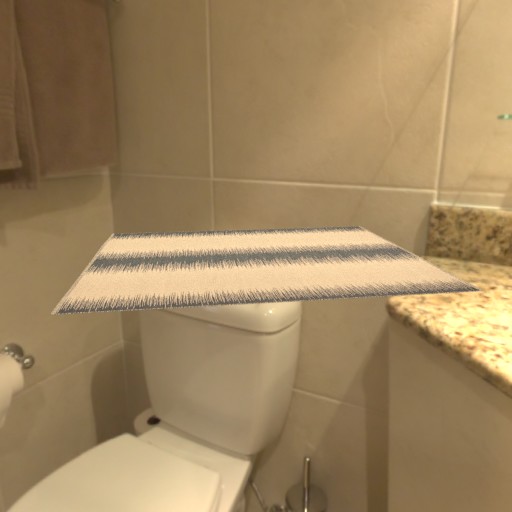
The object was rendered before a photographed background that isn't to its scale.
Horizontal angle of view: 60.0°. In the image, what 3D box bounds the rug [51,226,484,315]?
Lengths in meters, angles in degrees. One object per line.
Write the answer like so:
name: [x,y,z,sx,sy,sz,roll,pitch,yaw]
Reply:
rug: [0.000,0.000,4.207,3.037,0.004,2.453,-2,15,-8]
